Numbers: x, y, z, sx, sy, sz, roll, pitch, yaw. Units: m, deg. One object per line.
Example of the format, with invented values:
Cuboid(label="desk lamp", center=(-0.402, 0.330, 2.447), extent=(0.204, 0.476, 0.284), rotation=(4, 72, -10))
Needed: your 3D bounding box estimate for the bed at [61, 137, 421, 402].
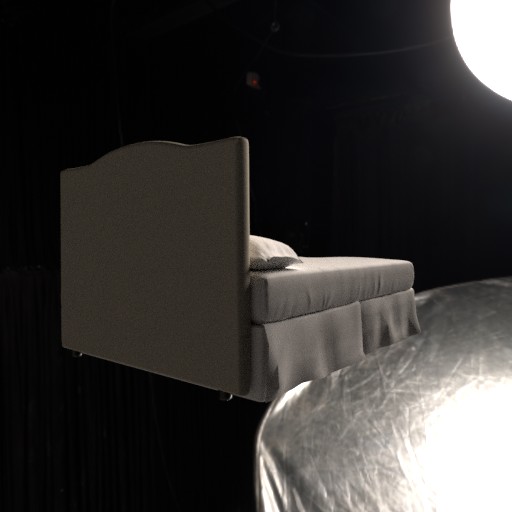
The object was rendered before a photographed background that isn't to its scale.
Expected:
Cuboid(label="bed", center=(0.000, 0.000, 3.690), extent=(1.977, 1.437, 2.477), rotation=(1, 2, 38))
